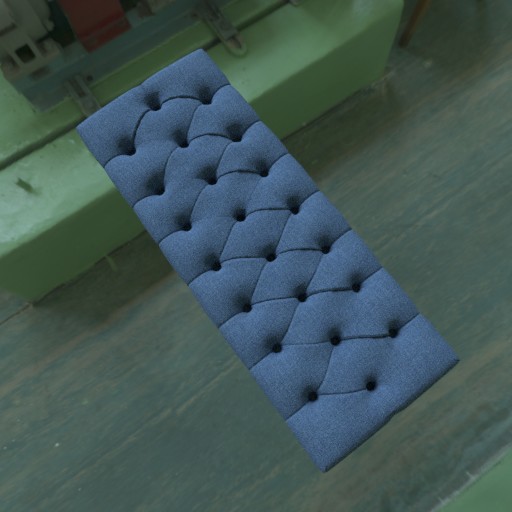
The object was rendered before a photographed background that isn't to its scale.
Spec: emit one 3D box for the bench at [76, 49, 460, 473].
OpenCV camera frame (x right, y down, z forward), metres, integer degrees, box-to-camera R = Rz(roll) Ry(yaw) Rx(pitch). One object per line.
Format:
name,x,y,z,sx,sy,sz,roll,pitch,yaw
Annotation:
bench,0.000,0.000,1.295,0.417,0.492,1.052,-36,79,-8
